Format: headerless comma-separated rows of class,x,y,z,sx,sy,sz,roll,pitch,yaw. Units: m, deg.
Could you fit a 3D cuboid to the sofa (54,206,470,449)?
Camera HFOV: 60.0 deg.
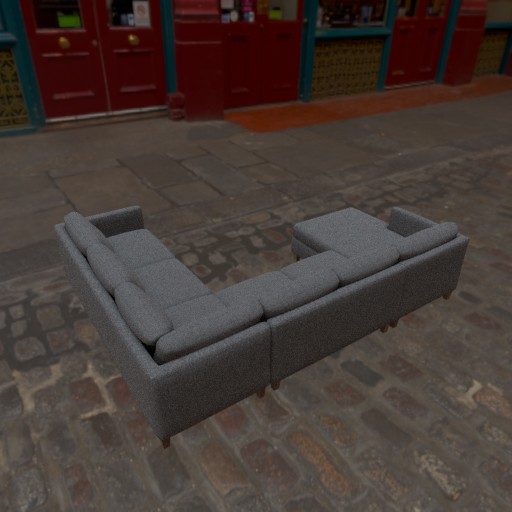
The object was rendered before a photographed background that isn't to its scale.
sofa,0.000,0.000,4.442,3.238,0.853,2.551,-19,35,-29
